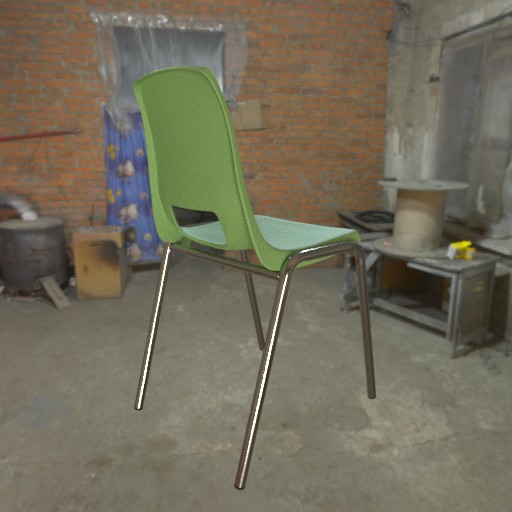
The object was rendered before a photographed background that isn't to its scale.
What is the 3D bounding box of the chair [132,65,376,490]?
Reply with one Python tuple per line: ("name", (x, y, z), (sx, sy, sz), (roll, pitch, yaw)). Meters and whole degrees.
("chair", (0.000, 0.000, 0.947), (0.381, 0.704, 0.436), (14, 20, 43))
